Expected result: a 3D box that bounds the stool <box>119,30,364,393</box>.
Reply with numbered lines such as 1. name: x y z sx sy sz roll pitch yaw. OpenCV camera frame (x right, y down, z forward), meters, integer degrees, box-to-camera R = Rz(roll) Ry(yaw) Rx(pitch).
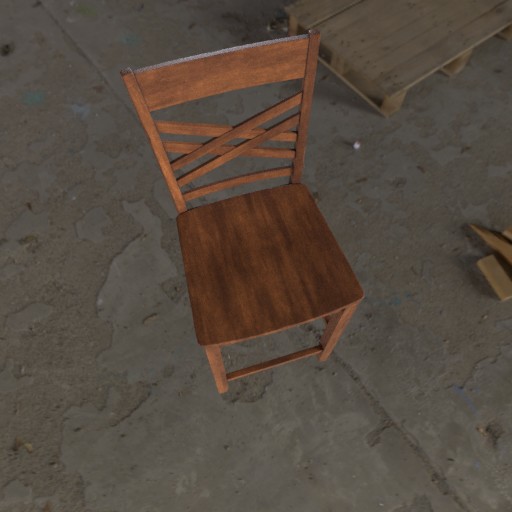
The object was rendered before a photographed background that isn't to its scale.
1. stool: 0.000 0.000 1.355 0.462 1.079 0.539 -15 64 -8
